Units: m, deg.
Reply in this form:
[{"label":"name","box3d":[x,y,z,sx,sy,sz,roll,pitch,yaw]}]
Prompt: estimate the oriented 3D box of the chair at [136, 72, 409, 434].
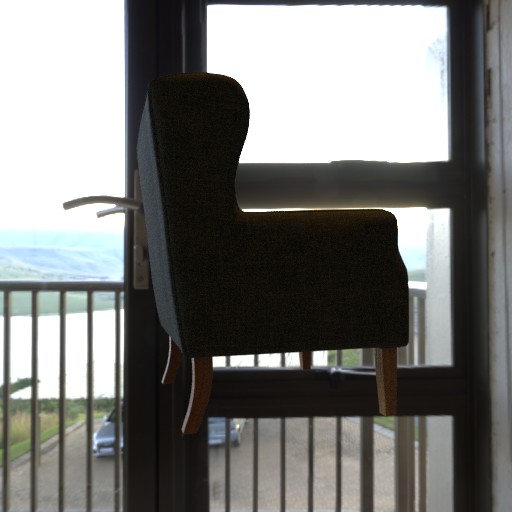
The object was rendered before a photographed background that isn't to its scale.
[{"label":"chair","box3d":[0.000,0.000,1.520,0.775,0.953,0.711,0,-1,-18]}]
